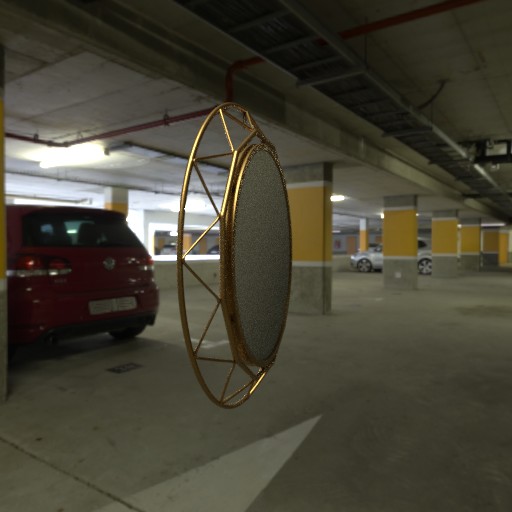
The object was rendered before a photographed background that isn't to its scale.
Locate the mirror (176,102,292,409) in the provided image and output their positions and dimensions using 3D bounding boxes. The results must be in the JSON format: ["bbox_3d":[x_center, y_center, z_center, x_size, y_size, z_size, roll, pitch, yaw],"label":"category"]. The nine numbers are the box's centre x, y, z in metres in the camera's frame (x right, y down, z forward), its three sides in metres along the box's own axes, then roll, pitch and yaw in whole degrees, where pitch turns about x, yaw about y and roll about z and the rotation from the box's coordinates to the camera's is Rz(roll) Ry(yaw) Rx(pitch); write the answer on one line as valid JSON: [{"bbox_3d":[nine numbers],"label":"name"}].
[{"bbox_3d":[0.000,0.000,0.686,0.043,0.454,0.454,0,1,17],"label":"mirror"}]
